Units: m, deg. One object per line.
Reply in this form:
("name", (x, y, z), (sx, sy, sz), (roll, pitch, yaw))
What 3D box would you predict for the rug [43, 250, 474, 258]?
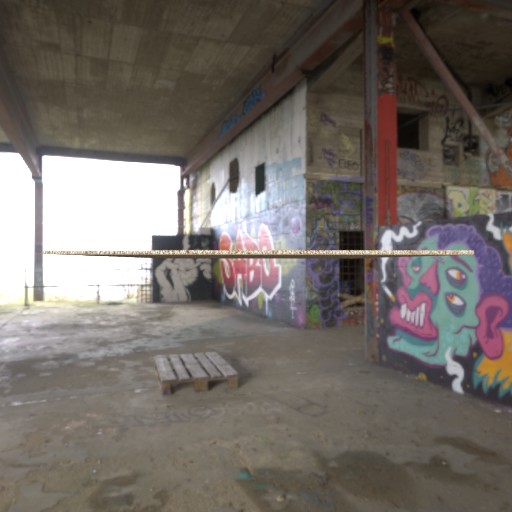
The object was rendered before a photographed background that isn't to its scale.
("rug", (0.000, 0.000, 3.961), (2.400, 0.025, 3.000), (0, -1, -1))
